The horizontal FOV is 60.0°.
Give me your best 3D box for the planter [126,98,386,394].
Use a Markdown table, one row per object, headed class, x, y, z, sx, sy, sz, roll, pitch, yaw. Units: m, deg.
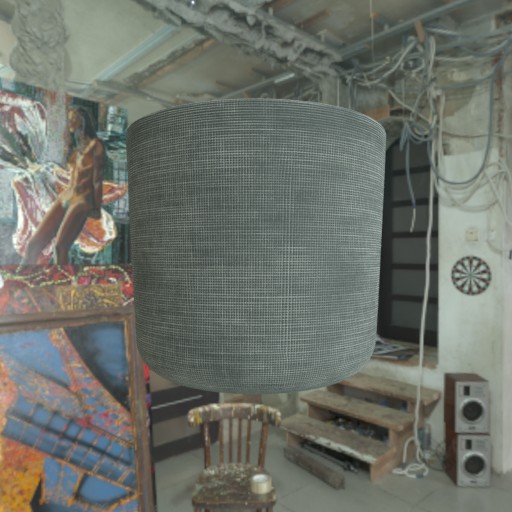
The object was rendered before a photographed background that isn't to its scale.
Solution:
| class | x | y | z | sx | sy | sz | roll | pitch | yaw |
| --- | --- | --- | --- | --- | --- | --- | --- | --- | --- |
| planter | 0.000 | 0.000 | 0.780 | 0.440 | 0.398 | 0.440 | 0 | 0 | 0 |
